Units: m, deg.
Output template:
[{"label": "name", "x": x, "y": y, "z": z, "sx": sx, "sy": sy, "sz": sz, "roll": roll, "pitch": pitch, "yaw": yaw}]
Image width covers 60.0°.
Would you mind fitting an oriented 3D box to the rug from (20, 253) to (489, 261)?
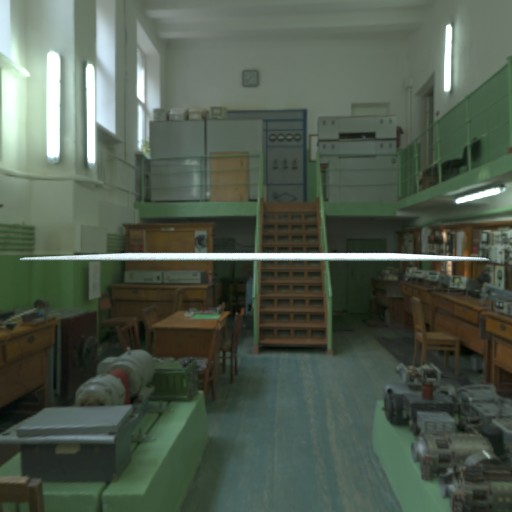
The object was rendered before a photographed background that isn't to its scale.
[{"label": "rug", "x": 0.000, "y": 0.000, "z": 2.874, "sx": 2.202, "sy": 0.014, "sz": 1.598, "roll": 0, "pitch": 1, "yaw": 2}]
